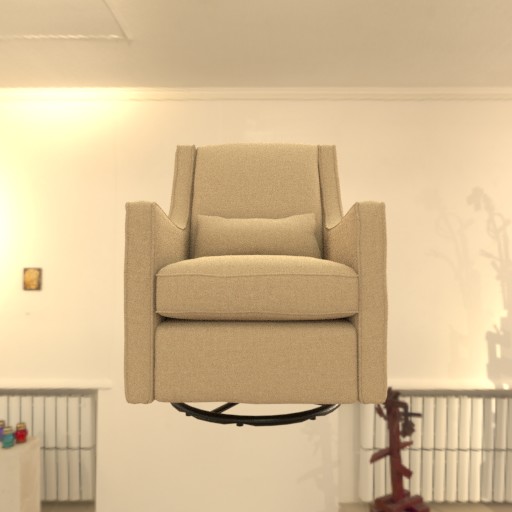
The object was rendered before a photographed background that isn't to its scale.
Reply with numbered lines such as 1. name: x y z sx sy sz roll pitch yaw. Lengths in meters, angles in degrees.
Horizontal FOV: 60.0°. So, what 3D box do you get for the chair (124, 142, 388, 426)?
1. chair: 0.000 0.000 1.621 0.732 0.993 0.879 0 -1 0
